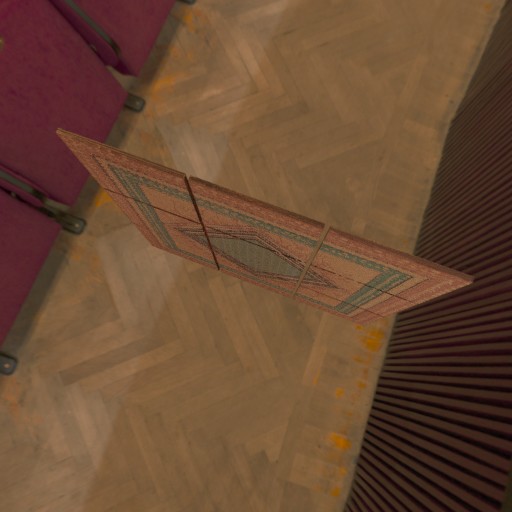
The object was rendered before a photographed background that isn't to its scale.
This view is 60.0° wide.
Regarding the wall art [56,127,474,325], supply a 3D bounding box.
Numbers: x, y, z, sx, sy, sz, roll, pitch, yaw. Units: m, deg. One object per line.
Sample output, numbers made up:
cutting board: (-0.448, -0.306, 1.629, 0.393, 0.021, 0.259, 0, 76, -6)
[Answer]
wall art: (0.000, 0.000, 1.353, 0.915, 0.914, 0.013, 20, 77, 5)
